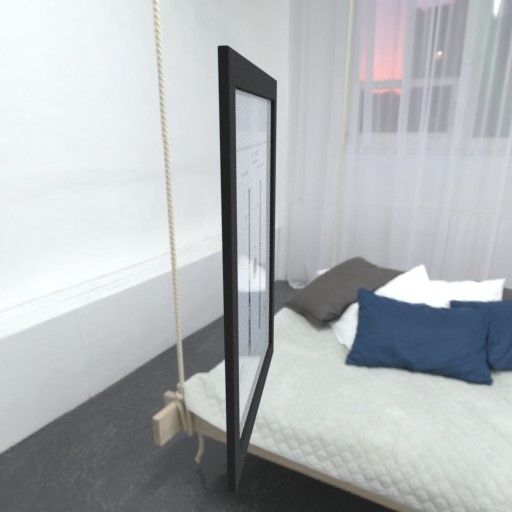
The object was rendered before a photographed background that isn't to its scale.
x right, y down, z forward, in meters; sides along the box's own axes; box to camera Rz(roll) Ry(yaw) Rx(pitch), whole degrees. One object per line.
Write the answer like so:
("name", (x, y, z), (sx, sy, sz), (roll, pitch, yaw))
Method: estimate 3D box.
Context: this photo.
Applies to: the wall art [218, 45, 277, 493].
("wall art", (0.000, 0.000, 0.674), (0.012, 0.529, 0.374), (3, 17, 9))
